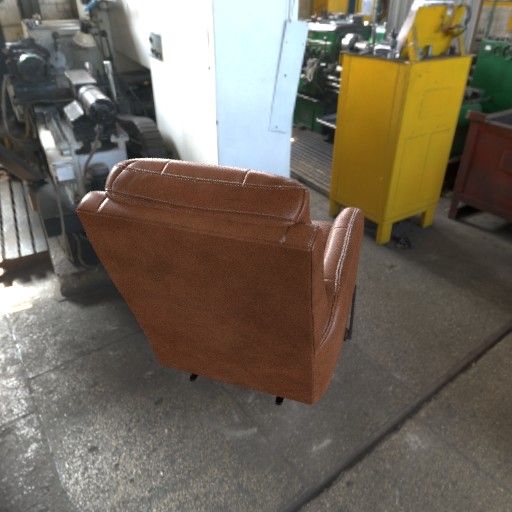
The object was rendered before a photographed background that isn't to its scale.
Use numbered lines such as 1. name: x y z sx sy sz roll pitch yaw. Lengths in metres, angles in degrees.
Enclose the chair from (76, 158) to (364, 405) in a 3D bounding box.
1. chair: 0.000 0.000 1.762 0.821 1.016 1.072 10 33 16
